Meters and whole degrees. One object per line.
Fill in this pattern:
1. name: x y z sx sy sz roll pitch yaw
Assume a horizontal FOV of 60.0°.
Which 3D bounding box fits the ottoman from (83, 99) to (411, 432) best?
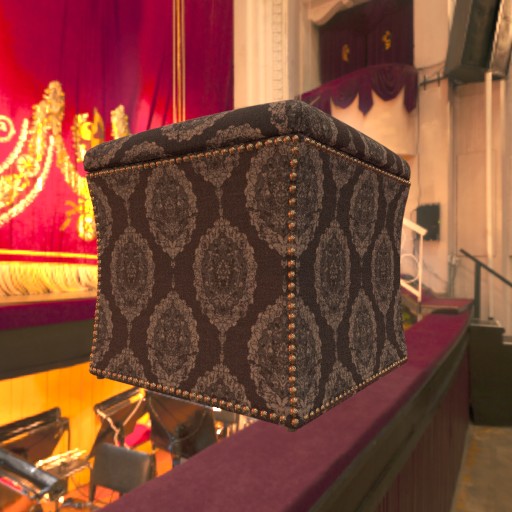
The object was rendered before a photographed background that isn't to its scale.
1. ottoman: 0.000 0.000 0.908 0.507 0.475 0.497 0 0 36
